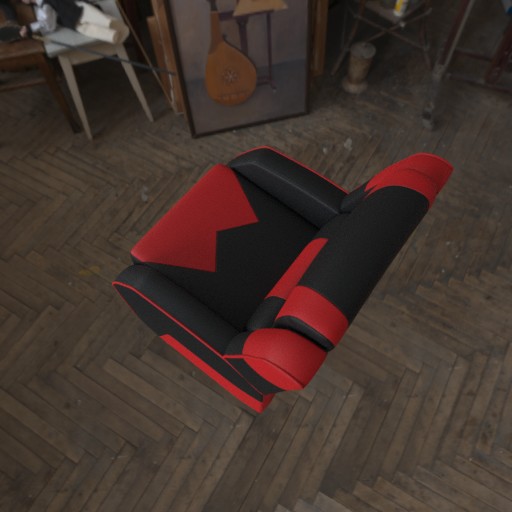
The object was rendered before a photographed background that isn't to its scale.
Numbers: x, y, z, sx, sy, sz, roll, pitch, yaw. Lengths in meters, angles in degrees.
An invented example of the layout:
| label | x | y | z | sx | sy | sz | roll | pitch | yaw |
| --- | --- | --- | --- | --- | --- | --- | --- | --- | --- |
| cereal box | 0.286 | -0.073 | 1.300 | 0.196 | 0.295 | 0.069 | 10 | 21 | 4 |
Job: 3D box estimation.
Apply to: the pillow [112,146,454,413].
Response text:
| label | x | y | z | sx | sy | sz | roll | pitch | yaw |
| --- | --- | --- | --- | --- | --- | --- | --- | --- | --- |
| pillow | 0.000 | 0.000 | 1.291 | 0.672 | 0.805 | 0.620 | 34 | 68 | 16 |
